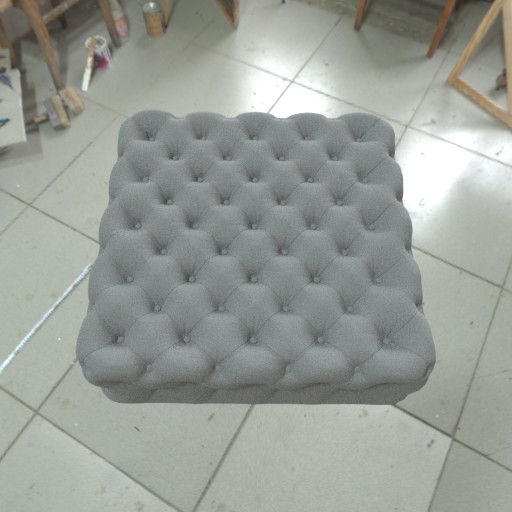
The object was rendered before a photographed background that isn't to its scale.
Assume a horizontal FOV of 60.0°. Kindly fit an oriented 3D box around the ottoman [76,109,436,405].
[{"bbox_3d":[0.000,0.000,1.429,0.917,0.439,0.911,0,62,0],"label":"ottoman"}]
